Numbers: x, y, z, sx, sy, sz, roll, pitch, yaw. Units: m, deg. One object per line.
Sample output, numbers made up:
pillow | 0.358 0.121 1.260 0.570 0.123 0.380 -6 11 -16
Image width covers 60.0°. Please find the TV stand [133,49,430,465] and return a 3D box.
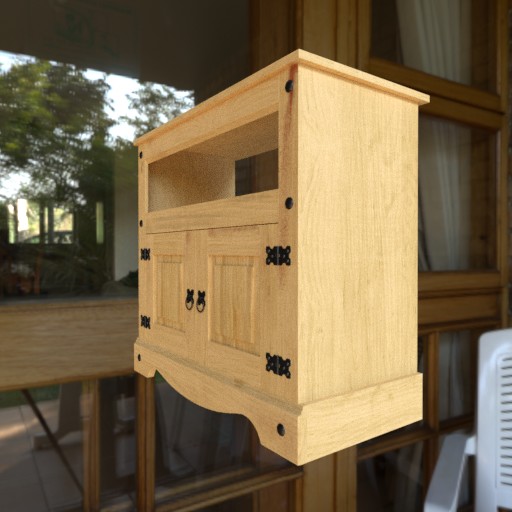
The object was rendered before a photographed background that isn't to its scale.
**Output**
TV stand | 0.000 0.000 1.303 0.430 0.787 0.851 0 1 -36
